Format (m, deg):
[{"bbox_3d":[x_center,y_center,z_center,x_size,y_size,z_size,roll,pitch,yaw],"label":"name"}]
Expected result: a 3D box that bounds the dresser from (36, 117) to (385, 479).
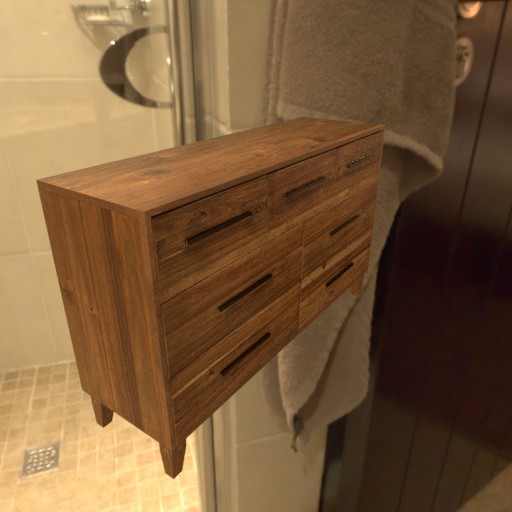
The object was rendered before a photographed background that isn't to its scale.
[{"bbox_3d":[0.000,0.000,1.771,0.446,0.873,1.400,17,31,32],"label":"dresser"}]
